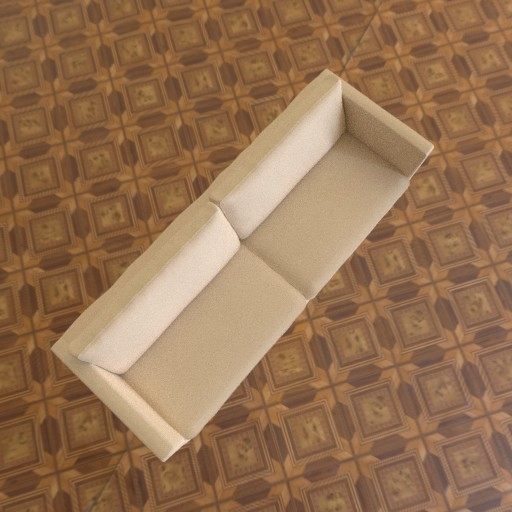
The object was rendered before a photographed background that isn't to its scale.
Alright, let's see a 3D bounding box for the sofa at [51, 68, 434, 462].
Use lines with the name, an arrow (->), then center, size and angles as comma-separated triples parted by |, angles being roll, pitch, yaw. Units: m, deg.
sofa -> 0.000, 0.000, 3.263 | 1.036, 0.999, 2.779 | 40, 78, 10
